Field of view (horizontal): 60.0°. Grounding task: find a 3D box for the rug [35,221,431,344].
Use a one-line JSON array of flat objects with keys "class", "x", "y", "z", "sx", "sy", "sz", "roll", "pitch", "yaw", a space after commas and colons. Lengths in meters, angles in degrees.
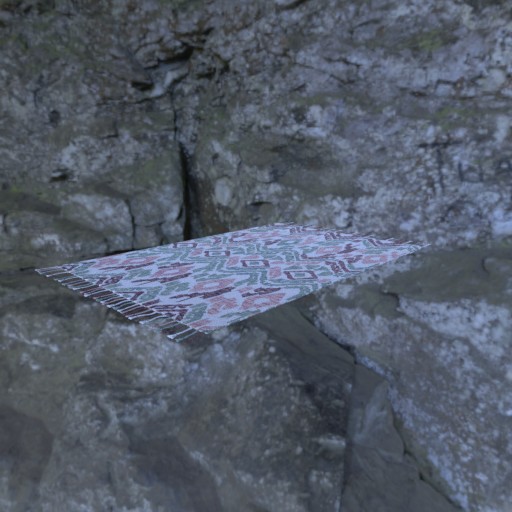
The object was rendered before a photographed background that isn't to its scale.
[{"class": "rug", "x": 0.000, "y": 0.000, "z": 3.110, "sx": 1.524, "sy": 0.011, "sz": 2.438, "roll": 14, "pitch": 20, "yaw": 42}]
